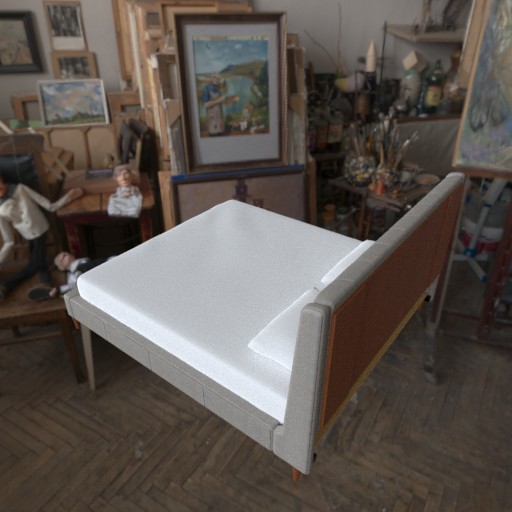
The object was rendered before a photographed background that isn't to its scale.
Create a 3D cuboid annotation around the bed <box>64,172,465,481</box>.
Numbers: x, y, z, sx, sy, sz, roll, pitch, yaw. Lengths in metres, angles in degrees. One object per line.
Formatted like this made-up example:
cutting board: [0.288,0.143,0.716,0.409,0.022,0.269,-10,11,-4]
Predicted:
bed: [0.000,0.000,3.480,2.342,1.289,2.062,22,38,31]
